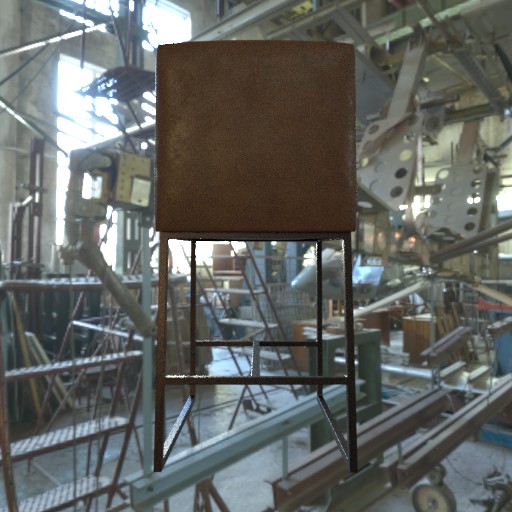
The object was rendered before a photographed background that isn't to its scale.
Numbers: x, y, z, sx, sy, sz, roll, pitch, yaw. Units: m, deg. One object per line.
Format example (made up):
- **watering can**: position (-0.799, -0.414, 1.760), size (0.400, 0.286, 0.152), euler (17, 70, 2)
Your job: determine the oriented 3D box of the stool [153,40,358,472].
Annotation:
- **stool**: position (0.000, 0.000, 1.229), size (0.463, 0.942, 0.562), euler (0, -2, 0)
